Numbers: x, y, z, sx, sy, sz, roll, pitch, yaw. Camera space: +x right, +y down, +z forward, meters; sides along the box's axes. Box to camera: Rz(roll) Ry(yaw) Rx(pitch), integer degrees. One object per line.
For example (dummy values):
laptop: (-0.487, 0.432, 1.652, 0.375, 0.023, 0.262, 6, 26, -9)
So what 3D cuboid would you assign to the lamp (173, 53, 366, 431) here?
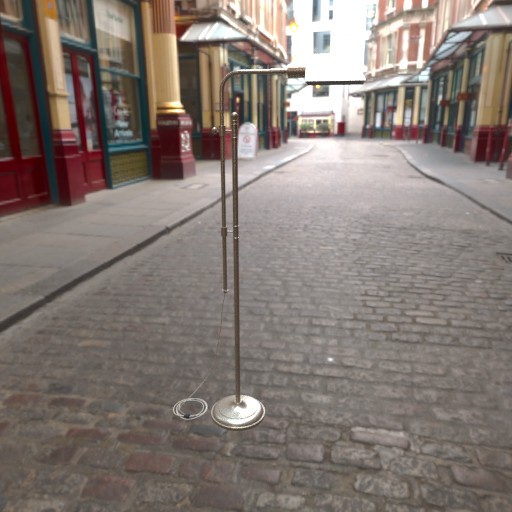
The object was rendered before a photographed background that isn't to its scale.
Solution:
lamp: (0.000, 0.000, 1.888, 0.813, 1.571, 0.256, 3, 16, 10)
